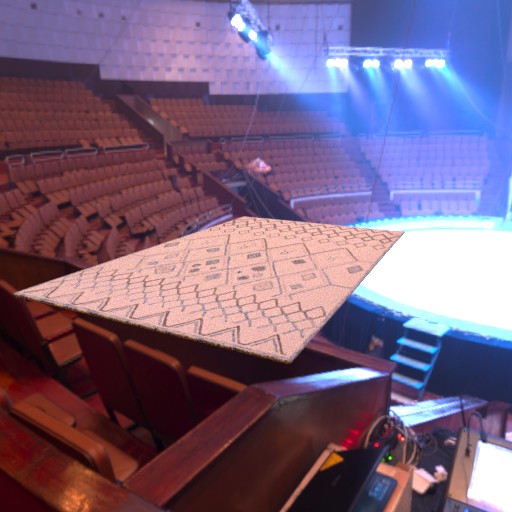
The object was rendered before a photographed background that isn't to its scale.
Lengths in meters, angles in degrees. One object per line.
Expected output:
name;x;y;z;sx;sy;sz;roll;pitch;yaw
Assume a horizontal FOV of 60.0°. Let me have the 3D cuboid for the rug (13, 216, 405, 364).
rug;0.000;0.000;2.953;1.524;0.015;2.439;8;17;26
